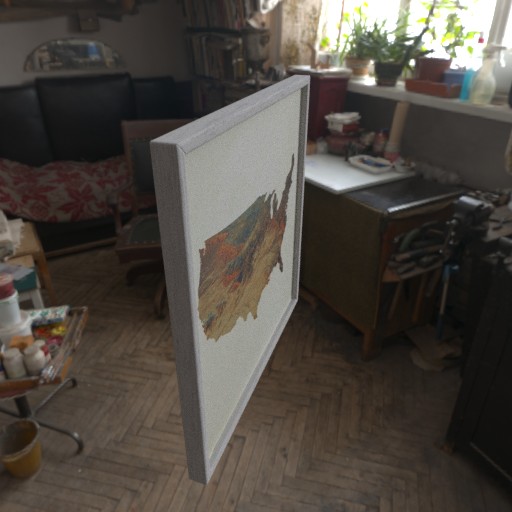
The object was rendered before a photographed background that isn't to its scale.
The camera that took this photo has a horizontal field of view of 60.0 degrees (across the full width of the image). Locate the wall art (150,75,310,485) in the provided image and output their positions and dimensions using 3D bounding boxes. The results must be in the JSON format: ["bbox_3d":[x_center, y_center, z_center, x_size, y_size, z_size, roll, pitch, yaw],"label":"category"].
[{"bbox_3d":[0.000,0.000,1.887,0.078,1.288,1.287,10,31,17],"label":"wall art"}]
